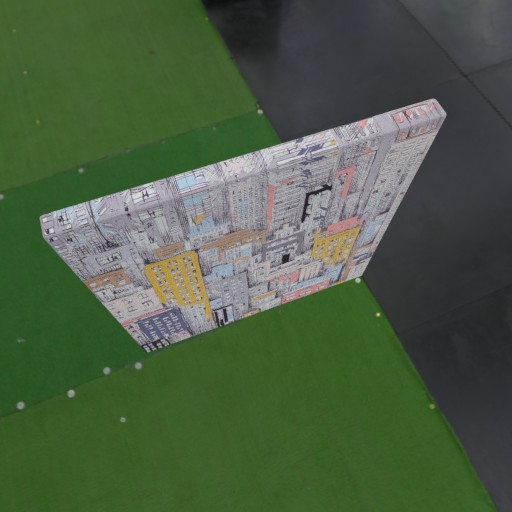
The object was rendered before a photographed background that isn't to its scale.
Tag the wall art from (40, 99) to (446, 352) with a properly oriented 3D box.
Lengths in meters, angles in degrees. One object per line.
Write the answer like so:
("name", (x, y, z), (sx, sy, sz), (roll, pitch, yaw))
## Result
("wall art", (0.000, 0.000, 1.132), (0.761, 0.762, 0.048), (-19, 65, -9))
